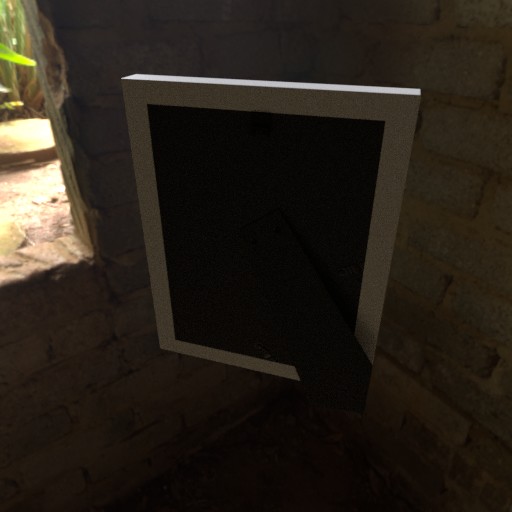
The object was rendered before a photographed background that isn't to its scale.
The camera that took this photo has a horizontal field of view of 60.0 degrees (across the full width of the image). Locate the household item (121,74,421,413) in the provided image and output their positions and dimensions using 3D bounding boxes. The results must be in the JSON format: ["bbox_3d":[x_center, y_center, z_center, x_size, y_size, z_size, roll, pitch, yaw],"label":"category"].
[{"bbox_3d":[0.000,0.000,0.345,0.200,0.250,0.045,9,32,15],"label":"household item"}]
